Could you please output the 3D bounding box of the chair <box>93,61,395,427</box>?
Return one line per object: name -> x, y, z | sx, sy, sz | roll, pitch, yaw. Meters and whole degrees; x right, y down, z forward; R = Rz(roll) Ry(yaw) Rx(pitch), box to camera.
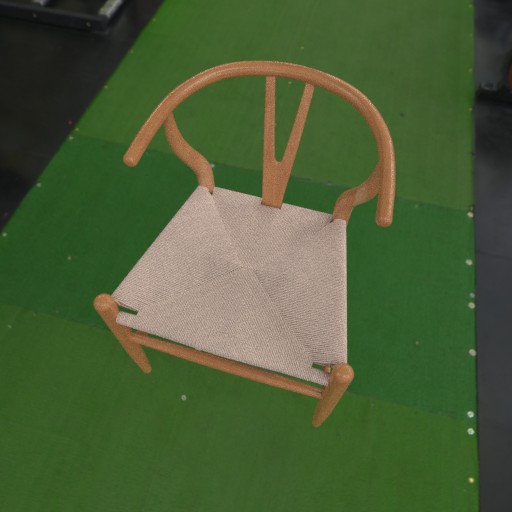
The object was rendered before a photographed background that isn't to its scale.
chair -> 0.000, 0.000, 1.136 | 0.569, 0.730, 0.579 | 15, 59, 9
